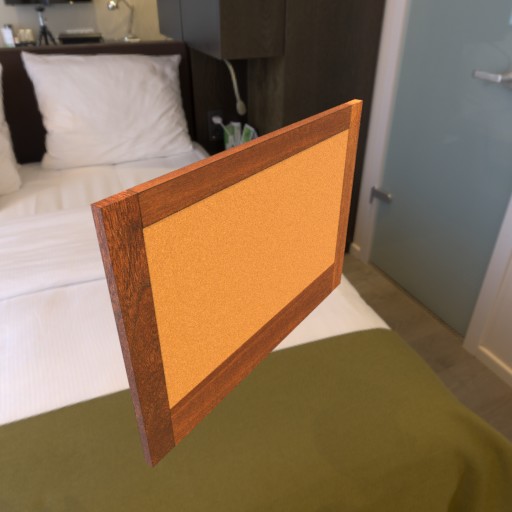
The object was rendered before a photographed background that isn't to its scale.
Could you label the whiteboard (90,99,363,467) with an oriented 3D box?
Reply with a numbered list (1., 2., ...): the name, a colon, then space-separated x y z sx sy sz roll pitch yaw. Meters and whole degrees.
1. whiteboard: 0.000 0.000 1.009 0.083 0.559 0.783 21 37 31
